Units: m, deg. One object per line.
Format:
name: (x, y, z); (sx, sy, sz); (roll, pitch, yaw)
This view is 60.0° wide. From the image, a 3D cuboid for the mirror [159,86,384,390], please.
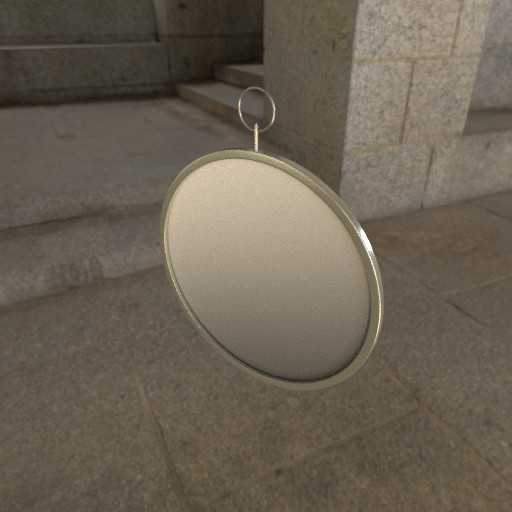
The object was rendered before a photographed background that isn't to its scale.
mirror: (0.000, 0.000, 0.988); (0.594, 0.713, 0.020); (18, 34, 30)
